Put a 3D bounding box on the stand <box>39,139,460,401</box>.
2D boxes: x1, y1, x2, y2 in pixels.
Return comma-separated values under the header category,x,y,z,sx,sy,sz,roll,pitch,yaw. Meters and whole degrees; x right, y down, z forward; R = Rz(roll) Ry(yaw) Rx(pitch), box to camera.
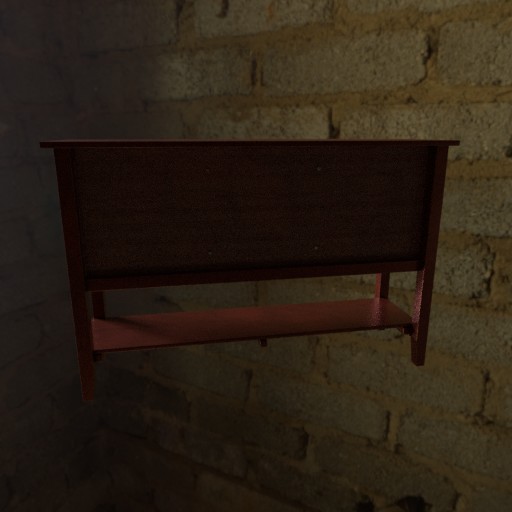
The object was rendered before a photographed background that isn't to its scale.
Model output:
category,x,y,z,sx,sy,sz,roll,pitch,yaw
stand,0.000,0.000,1.720,1.362,0.872,0.410,-3,16,-11
